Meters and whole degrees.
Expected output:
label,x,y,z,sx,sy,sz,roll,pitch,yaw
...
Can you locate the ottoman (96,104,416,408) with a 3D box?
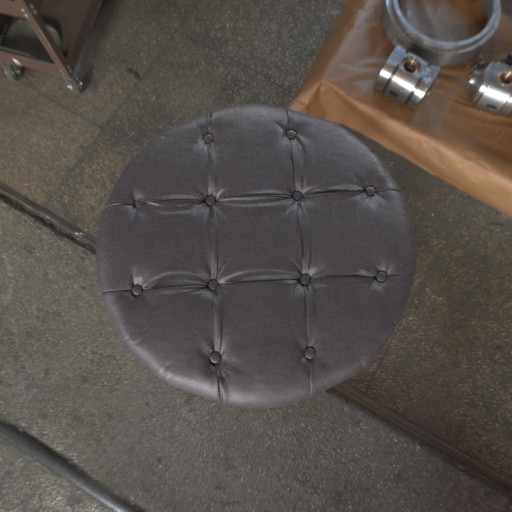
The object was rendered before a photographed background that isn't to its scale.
label,x,y,z,sx,sy,sz,roll,pitch,yaw
ottoman,0.000,0.000,1.397,0.901,0.439,0.901,0,76,0
